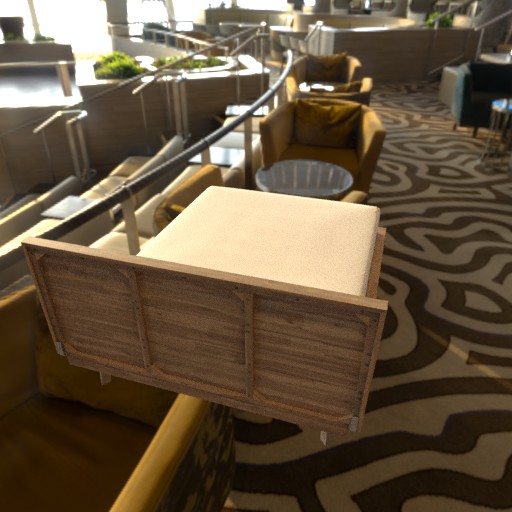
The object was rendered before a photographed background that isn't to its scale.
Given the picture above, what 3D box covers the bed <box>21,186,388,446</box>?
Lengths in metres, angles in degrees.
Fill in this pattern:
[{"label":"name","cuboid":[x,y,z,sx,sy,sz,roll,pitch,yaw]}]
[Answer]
[{"label":"bed","cuboid":[0.000,0.000,3.101,1.759,1.071,2.145,10,33,15]}]
